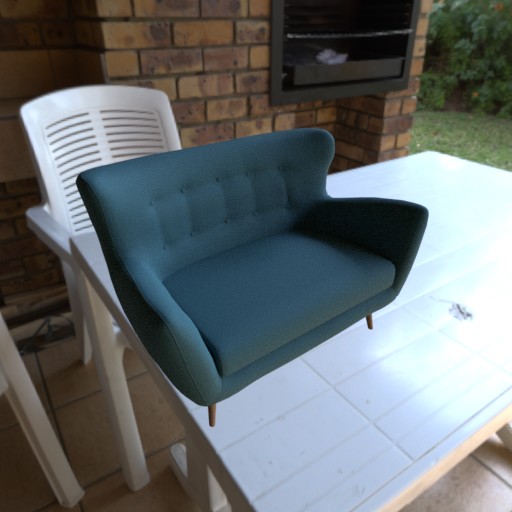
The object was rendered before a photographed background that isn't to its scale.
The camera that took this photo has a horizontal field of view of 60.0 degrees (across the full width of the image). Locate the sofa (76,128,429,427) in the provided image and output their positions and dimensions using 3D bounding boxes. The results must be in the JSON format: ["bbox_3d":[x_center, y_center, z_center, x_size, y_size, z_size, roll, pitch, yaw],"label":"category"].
[{"bbox_3d":[0.000,0.000,2.017,1.397,0.889,0.889,-21,35,-33],"label":"sofa"}]
